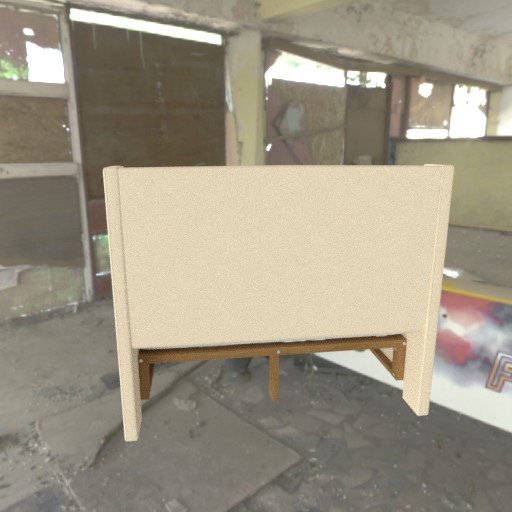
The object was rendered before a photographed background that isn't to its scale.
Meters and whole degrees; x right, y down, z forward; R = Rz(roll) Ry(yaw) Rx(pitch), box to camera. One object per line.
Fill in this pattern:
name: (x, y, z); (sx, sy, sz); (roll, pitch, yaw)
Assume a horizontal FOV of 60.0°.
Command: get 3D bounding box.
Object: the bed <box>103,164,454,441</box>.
bed: (0.000, 0.000, 3.443); (1.765, 1.471, 2.280); (-2, 14, -8)
